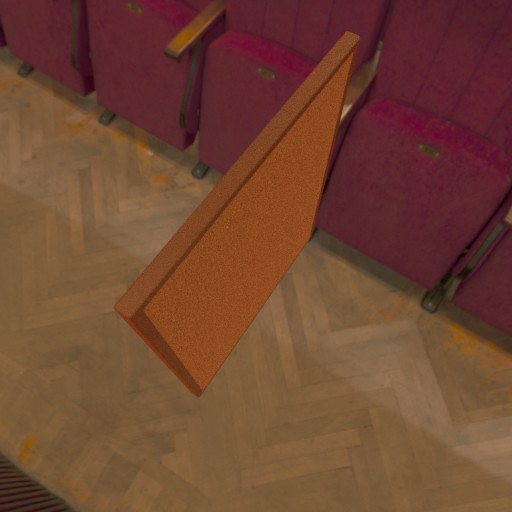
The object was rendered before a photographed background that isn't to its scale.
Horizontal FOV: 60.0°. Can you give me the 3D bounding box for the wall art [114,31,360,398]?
[{"bbox_3d":[0.000,0.000,0.508,0.015,0.379,0.310,31,69,14],"label":"wall art"}]
